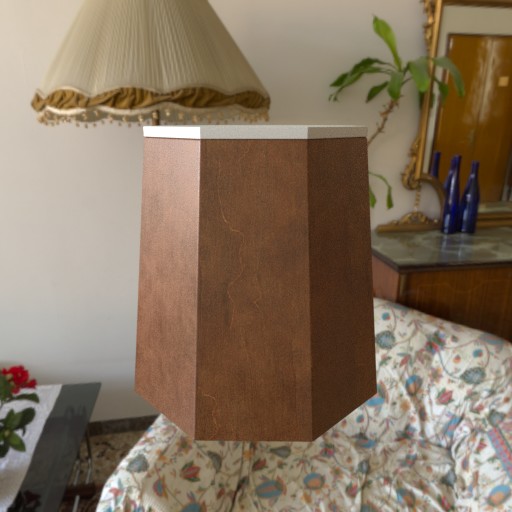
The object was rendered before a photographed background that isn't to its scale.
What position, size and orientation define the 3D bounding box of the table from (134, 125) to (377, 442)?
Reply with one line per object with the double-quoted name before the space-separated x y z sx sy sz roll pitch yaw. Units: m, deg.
"table" 0.000 0.000 0.811 0.439 0.457 0.439 16 23 42
